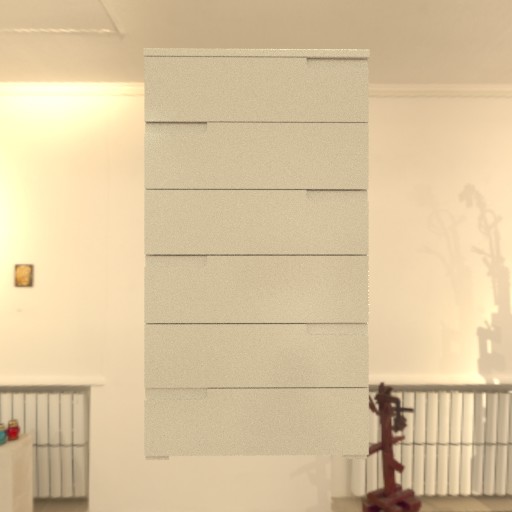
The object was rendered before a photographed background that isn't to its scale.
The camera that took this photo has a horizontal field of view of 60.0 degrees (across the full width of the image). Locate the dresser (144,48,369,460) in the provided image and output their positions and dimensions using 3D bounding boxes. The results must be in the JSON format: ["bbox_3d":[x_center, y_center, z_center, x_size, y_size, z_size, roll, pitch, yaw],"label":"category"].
[{"bbox_3d":[0.000,0.000,1.474,0.650,1.190,0.400,0,0,-1],"label":"dresser"}]
